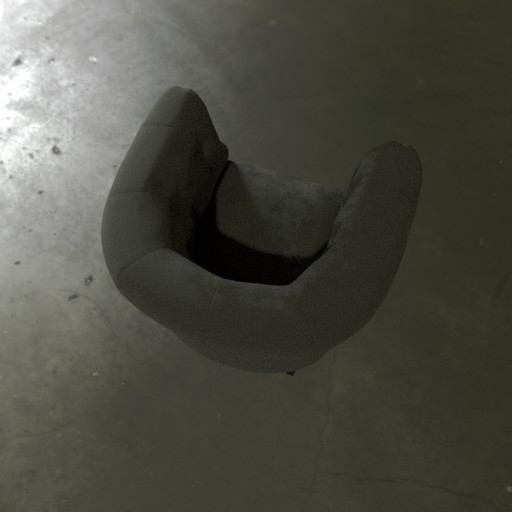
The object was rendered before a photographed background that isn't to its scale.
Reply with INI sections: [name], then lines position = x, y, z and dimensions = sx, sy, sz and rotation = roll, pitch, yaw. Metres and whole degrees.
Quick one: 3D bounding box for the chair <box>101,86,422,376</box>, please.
[chair]
position = 0.000, 0.000, 1.610
dimensions = 0.904, 0.826, 0.851
rotation = 17, 65, 8
